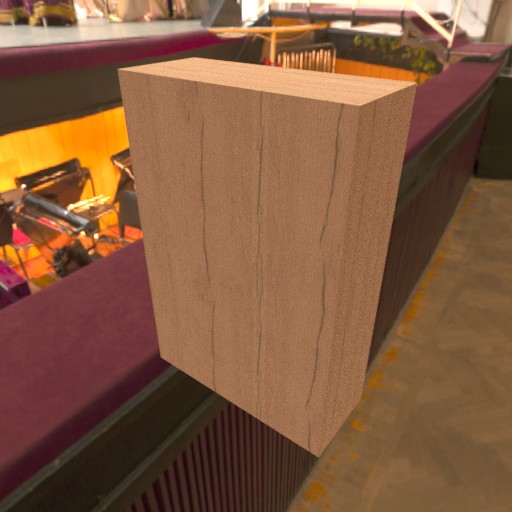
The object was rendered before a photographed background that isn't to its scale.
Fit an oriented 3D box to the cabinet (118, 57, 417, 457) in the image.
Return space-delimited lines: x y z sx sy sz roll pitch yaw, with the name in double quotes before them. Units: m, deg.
"cabinet" 0.000 0.000 2.708 1.400 2.070 0.580 22 37 31
